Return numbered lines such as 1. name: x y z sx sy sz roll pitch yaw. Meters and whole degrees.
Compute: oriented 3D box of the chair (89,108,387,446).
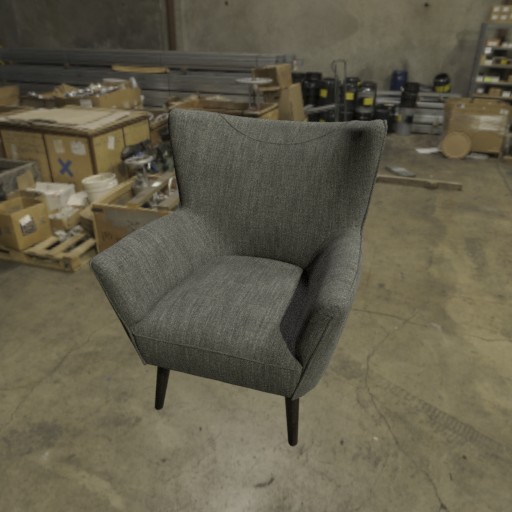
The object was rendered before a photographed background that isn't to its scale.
1. chair: 0.000 0.000 1.595 0.781 0.933 0.888 9 29 16
